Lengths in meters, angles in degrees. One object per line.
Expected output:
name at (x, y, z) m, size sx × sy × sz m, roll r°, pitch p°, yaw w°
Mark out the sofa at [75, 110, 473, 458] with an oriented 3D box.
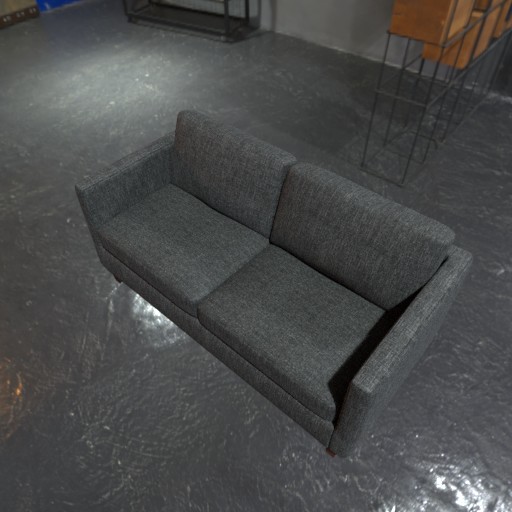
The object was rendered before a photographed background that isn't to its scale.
sofa at (0.000, 0.000, 2.405) m, size 1.884 × 0.963 × 0.950 m, roll 32°, pitch 54°, yaw 27°
